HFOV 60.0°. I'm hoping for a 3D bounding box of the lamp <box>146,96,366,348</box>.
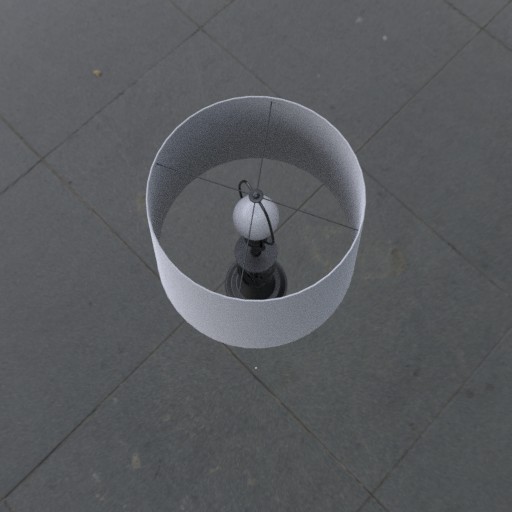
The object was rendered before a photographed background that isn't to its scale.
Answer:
[{"bbox_3d":[0.000,0.000,0.796,0.331,0.594,0.331,0,76,0],"label":"lamp"}]
